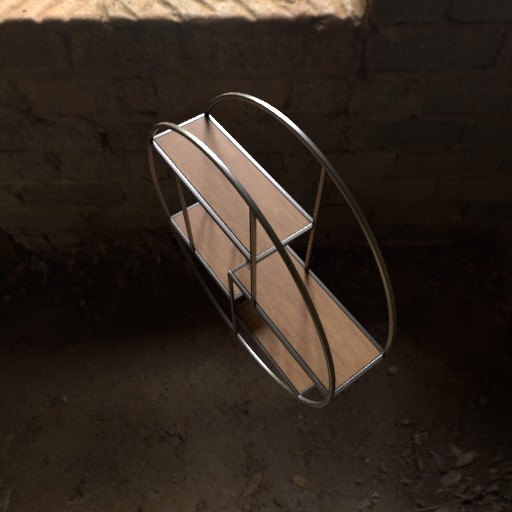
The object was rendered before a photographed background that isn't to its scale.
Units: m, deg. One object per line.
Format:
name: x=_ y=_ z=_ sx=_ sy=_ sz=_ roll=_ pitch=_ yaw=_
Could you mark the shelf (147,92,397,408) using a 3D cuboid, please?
shelf: x=0.000 y=0.000 z=1.302 sx=0.202 sy=0.888 sz=0.888 roll=-31 pitch=63 yaw=-18
